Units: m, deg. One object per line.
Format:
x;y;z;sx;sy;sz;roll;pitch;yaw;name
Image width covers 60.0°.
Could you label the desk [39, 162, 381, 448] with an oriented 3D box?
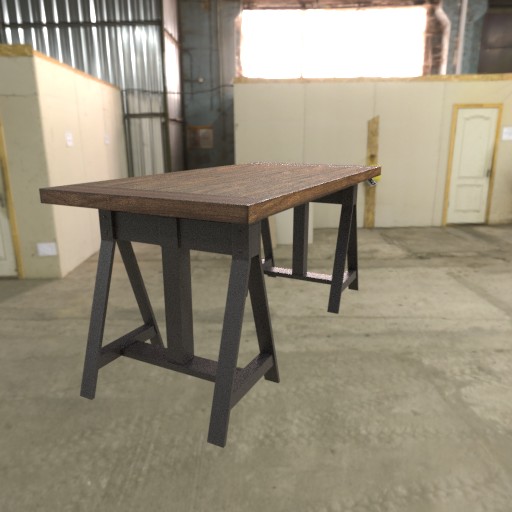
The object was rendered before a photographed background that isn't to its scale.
0.000;0.000;2.000;0.784;0.725;1.543;8;17;26;desk
